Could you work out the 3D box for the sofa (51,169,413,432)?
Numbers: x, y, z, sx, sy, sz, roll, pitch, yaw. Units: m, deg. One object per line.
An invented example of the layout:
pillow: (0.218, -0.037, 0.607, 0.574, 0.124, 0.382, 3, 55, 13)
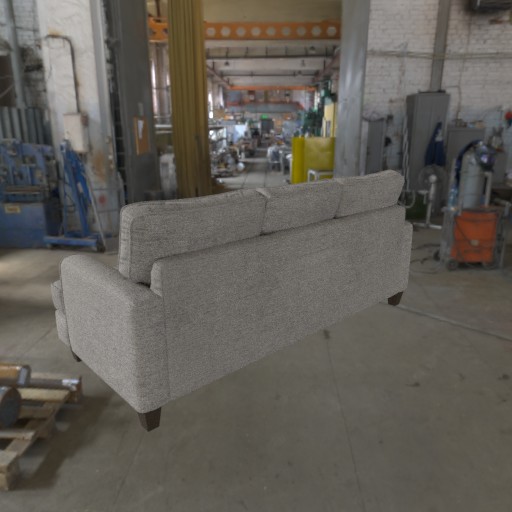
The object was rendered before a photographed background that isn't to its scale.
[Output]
sofa: (0.000, 0.000, 2.719, 2.158, 0.965, 0.951, -15, 22, -41)
